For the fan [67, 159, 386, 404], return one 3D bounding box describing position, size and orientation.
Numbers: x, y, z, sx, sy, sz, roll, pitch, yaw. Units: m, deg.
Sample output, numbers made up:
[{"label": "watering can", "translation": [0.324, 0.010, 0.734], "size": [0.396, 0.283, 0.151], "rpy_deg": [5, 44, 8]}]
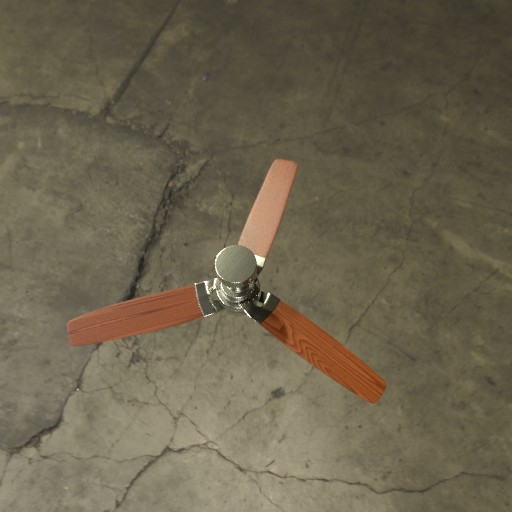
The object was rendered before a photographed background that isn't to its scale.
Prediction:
[{"label": "fan", "translation": [0.000, 0.000, 2.052], "size": [1.416, 0.410, 1.271], "rpy_deg": [17, 66, 8]}]
